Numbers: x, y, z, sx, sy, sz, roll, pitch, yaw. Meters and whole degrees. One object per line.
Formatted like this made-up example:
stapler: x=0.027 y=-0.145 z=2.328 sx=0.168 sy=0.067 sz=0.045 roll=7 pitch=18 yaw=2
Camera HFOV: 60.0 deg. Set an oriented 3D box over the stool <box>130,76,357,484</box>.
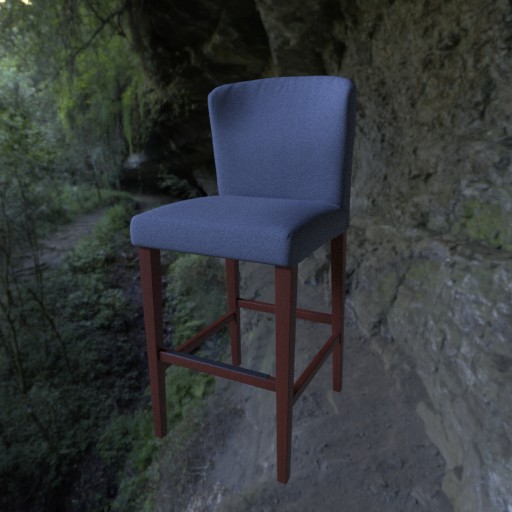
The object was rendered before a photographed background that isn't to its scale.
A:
stool: x=0.000 y=0.000 z=1.340 sx=0.481 sy=1.069 sz=0.568 roll=7 pitch=17 yaw=26
